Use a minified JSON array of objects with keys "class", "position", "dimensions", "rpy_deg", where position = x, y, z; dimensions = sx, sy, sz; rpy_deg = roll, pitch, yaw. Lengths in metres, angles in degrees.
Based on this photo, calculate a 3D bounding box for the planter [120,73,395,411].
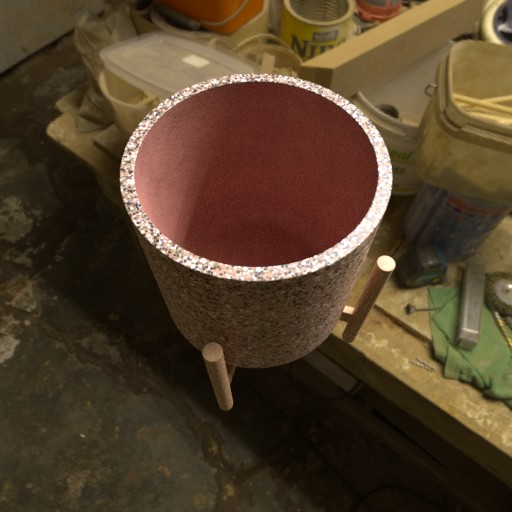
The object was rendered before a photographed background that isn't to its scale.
[{"class":"planter","position":[0.000,0.000,0.678],"dimensions":[0.360,0.419,0.360],"rpy_deg":[35,65,19]}]
